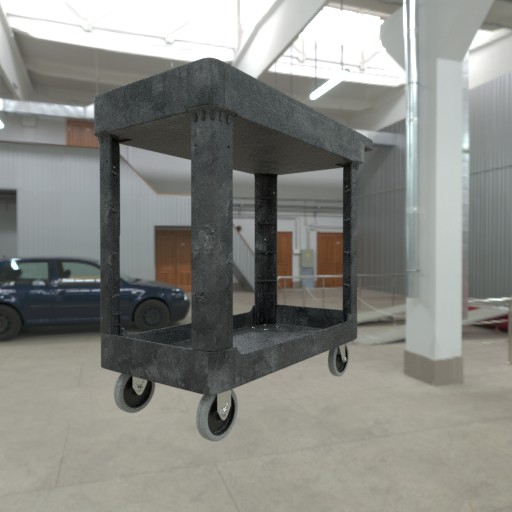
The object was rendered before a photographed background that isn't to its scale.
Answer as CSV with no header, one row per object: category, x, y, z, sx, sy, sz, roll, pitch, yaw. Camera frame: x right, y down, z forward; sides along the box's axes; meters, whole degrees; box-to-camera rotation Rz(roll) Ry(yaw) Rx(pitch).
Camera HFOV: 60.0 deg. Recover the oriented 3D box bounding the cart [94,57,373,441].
cart,0.000,0.000,1.373,0.420,0.824,0.877,1,1,36
